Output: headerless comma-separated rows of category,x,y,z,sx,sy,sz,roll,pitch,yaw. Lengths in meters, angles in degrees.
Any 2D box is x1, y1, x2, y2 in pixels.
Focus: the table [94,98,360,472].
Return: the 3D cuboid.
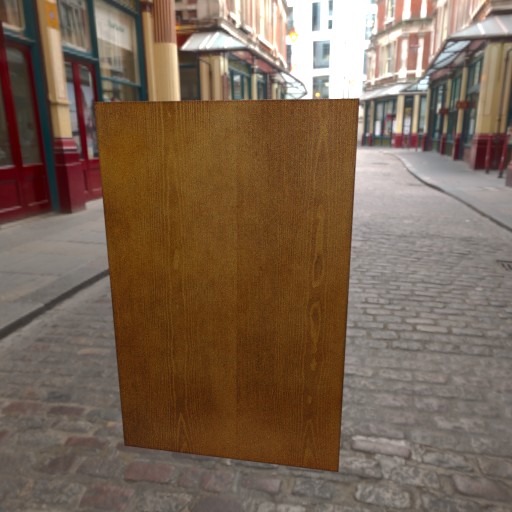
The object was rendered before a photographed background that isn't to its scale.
table,0.000,0.000,0.975,0.400,0.605,0.550,3,15,10
